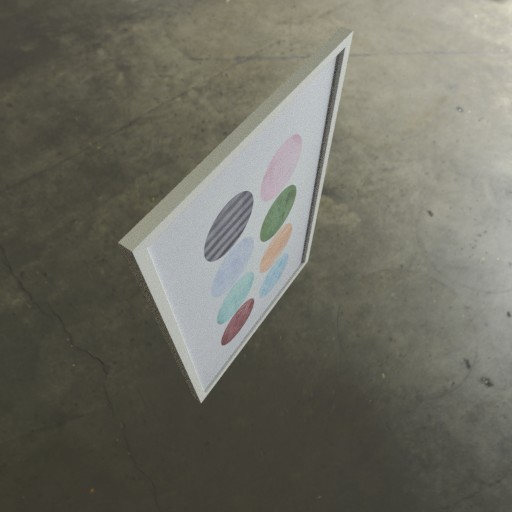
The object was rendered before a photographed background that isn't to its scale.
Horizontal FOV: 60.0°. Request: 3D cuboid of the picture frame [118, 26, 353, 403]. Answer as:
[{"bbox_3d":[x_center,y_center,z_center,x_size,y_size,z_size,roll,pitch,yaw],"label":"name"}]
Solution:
[{"bbox_3d":[0.000,0.000,0.547,0.013,0.434,0.305,31,64,17],"label":"picture frame"}]
